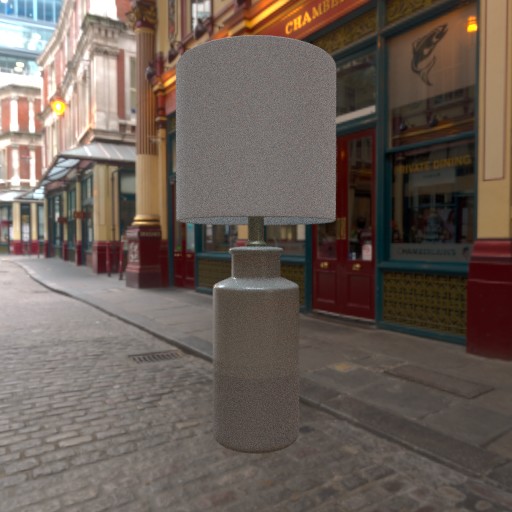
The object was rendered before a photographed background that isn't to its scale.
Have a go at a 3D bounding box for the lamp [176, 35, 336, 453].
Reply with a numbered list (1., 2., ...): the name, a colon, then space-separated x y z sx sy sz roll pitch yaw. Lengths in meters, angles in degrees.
1. lamp: 0.000 0.000 0.601 0.212 0.493 0.212 -1 2 -36
